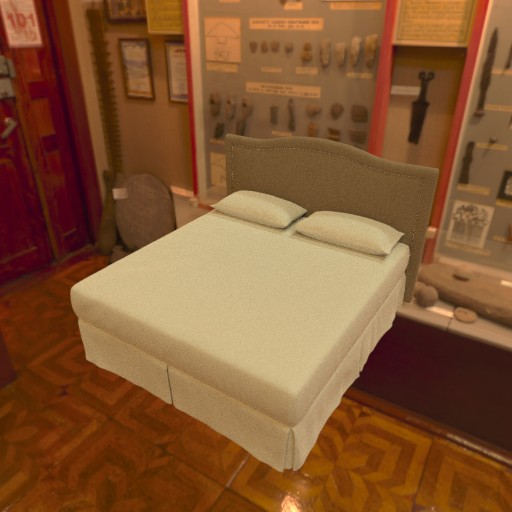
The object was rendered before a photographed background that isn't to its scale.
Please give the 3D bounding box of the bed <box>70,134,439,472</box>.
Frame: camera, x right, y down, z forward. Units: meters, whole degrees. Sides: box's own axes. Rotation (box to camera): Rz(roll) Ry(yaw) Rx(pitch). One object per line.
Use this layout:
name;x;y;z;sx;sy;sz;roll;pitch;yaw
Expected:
bed;0.000;0.000;3.528;2.083;1.421;2.182;18;34;29
